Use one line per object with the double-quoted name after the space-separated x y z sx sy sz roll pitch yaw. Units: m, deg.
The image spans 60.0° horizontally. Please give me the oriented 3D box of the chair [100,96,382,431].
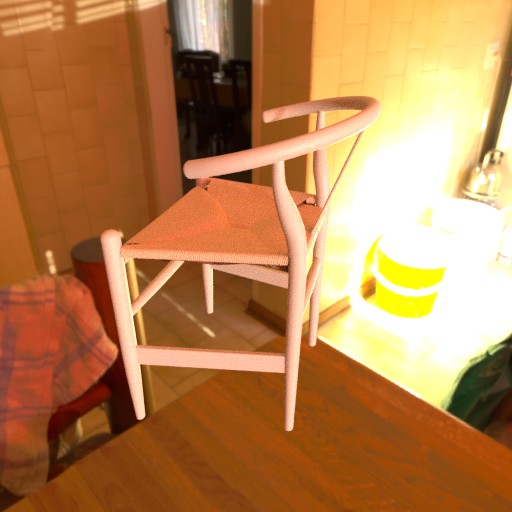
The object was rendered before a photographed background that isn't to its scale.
0.000 0.000 1.077 0.500 0.736 0.533 8 29 14 "chair"
